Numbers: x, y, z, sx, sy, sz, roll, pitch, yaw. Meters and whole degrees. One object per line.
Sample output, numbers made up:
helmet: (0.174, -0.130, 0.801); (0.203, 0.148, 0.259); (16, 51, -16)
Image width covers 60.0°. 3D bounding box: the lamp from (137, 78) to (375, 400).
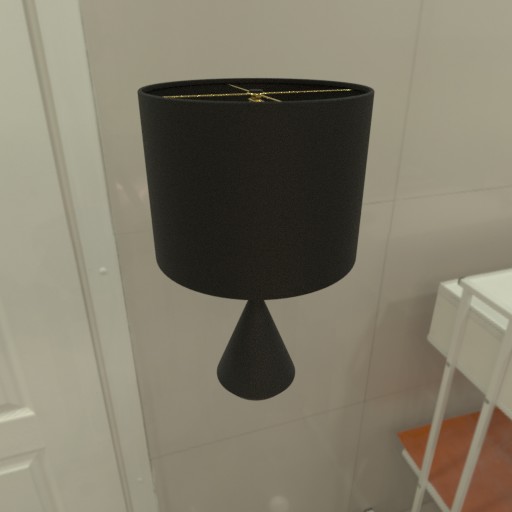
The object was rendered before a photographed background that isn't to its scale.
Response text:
lamp: (0.000, 0.000, 0.817); (0.359, 0.584, 0.359); (-9, 27, -17)
